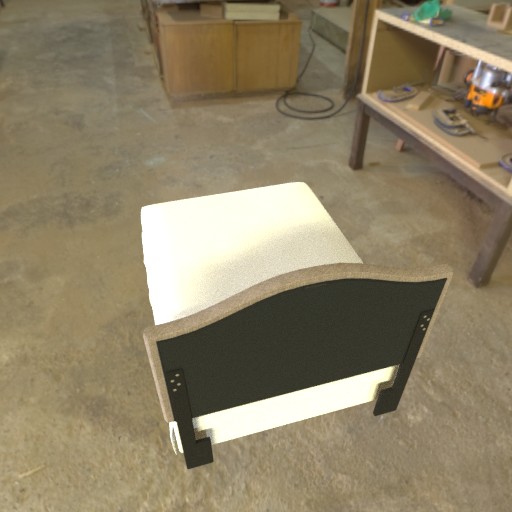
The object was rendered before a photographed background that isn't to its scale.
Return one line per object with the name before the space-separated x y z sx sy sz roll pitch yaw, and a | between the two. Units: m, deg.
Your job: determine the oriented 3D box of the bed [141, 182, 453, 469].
bed | 0.000 0.000 3.330 1.713 1.518 2.153 -11 42 -12
